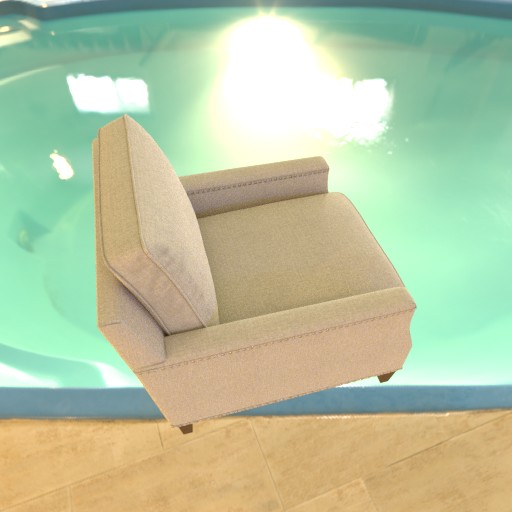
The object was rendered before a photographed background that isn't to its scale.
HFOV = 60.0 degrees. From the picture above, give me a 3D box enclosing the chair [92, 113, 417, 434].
[{"bbox_3d":[0.000,0.000,1.665,1.014,0.943,0.853,-11,48,-10],"label":"chair"}]
